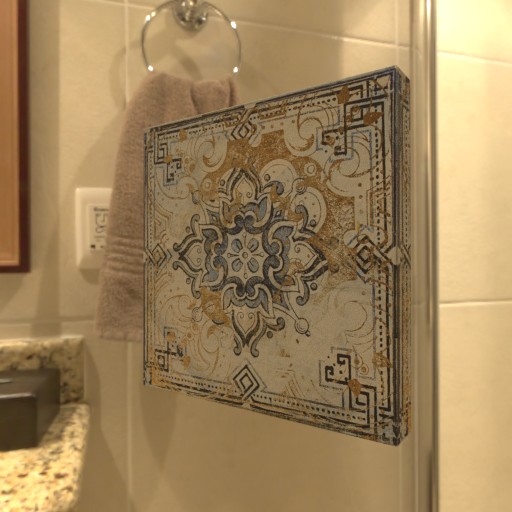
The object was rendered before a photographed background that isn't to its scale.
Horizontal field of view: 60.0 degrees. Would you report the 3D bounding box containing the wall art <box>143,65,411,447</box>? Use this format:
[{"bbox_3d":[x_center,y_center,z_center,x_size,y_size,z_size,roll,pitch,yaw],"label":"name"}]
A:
[{"bbox_3d":[0.000,0.000,0.456,0.302,0.306,0.038,0,-1,35],"label":"wall art"}]
